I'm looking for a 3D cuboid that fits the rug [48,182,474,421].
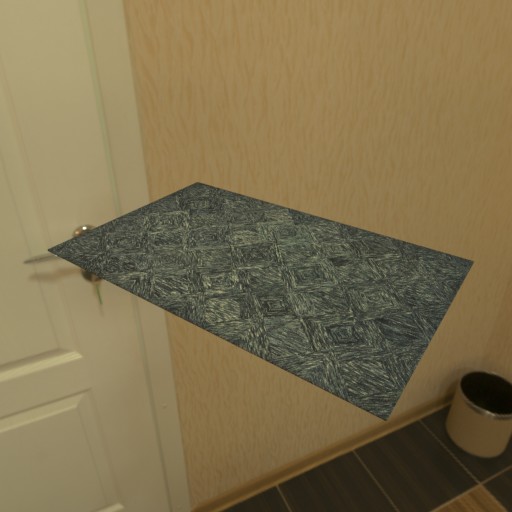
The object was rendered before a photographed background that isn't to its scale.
[{"bbox_3d":[0.000,0.000,2.862,2.330,0.017,1.478,20,36,30],"label":"rug"}]
